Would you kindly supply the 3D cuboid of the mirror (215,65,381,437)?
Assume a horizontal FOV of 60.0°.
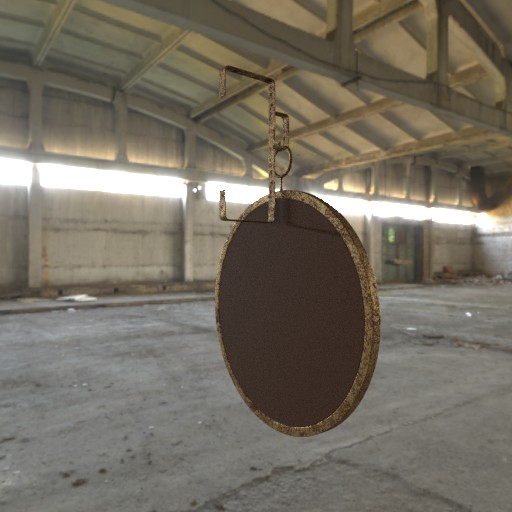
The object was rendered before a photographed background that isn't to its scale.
[{"bbox_3d":[0.000,0.000,0.799,0.144,0.651,0.447,0,-1,-36],"label":"mirror"}]
